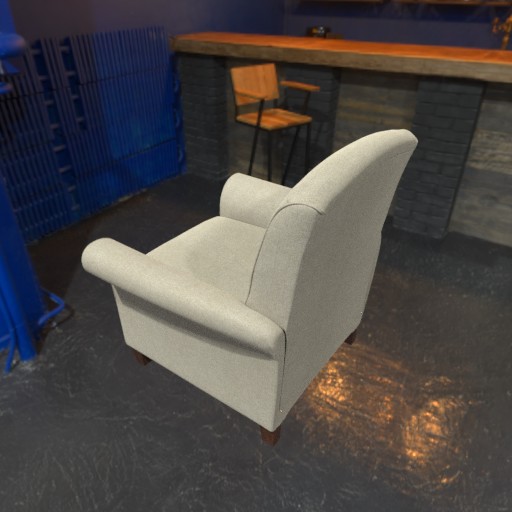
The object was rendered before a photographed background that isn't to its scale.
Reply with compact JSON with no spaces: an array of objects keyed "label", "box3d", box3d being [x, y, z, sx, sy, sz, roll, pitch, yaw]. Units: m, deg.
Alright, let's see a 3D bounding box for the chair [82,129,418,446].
[{"label":"chair","box3d":[0.000,0.000,1.770,0.905,1.061,0.978,20,37,30]}]
